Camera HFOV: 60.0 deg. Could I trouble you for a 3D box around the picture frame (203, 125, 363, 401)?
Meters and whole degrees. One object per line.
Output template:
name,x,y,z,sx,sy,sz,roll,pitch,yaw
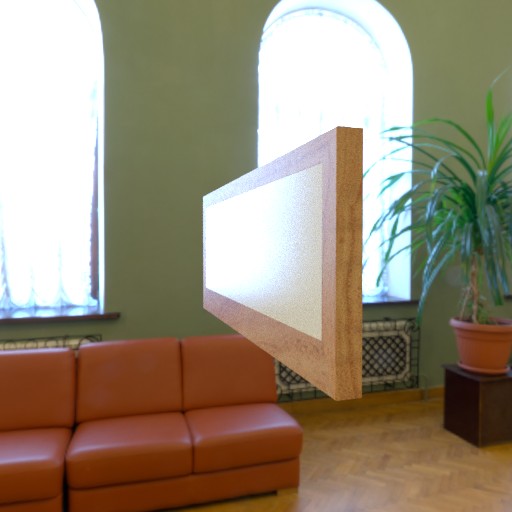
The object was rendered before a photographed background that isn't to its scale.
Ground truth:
picture frame,0.000,0.000,0.659,0.045,0.234,0.582,0,2,-18
